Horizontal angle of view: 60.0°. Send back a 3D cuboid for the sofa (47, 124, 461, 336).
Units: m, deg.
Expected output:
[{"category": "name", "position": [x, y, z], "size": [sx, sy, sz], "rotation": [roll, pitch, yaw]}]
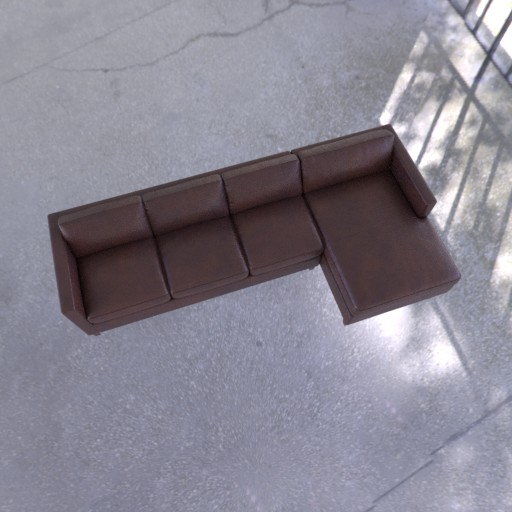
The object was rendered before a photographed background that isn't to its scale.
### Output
[{"category": "sofa", "position": [0.000, 0.000, 3.894], "size": [3.203, 0.883, 1.581], "rotation": [-17, 65, -8]}]
